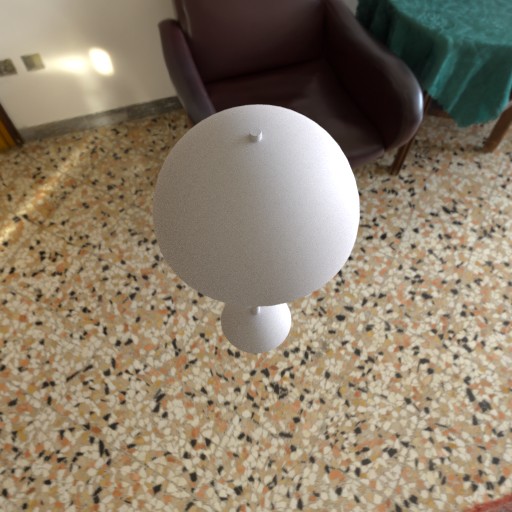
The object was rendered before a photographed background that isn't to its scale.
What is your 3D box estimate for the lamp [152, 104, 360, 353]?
[{"bbox_3d":[0.000,0.000,0.437,0.171,0.330,0.171,0,60,0],"label":"lamp"}]
